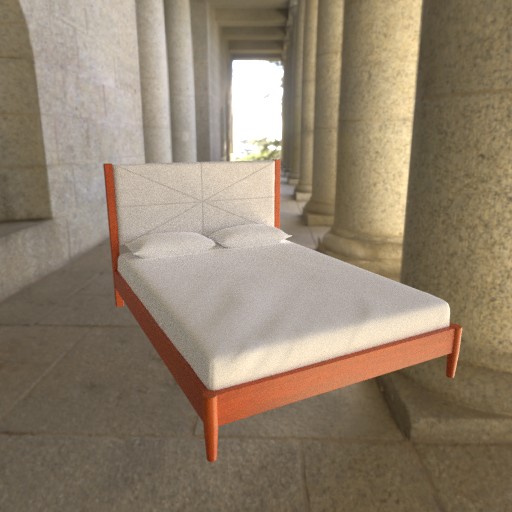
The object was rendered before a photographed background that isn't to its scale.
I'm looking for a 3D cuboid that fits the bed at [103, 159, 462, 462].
[{"bbox_3d":[0.000,0.000,3.004,1.566,1.165,2.117,-8,17,-26],"label":"bed"}]
